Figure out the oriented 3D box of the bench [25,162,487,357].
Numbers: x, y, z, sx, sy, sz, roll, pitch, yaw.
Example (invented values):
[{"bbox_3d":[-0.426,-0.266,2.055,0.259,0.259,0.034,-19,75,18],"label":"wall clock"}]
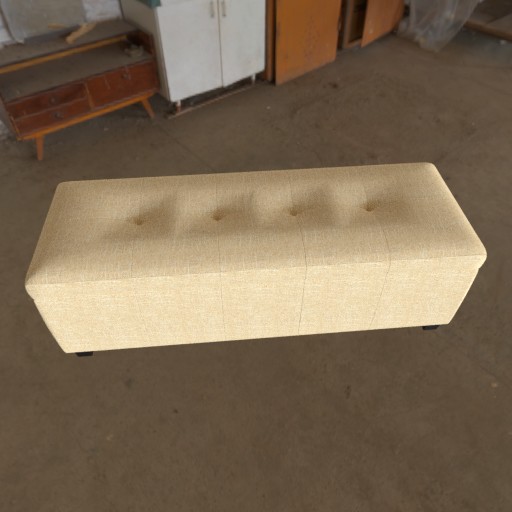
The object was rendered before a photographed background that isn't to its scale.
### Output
[{"bbox_3d":[0.000,0.000,1.414,1.219,0.406,0.432,-4,47,-3],"label":"bench"}]
